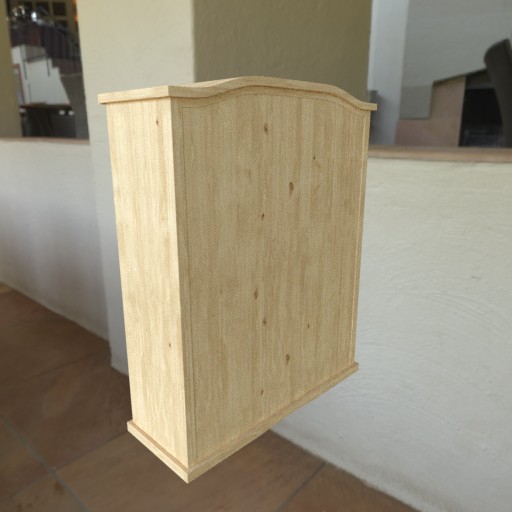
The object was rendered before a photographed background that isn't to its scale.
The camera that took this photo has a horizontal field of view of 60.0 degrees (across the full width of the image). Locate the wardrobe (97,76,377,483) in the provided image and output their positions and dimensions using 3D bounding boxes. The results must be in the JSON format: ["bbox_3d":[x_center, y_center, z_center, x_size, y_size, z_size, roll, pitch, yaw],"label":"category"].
[{"bbox_3d":[0.000,0.000,2.585,0.570,1.870,1.500,15,21,43],"label":"wardrobe"}]
